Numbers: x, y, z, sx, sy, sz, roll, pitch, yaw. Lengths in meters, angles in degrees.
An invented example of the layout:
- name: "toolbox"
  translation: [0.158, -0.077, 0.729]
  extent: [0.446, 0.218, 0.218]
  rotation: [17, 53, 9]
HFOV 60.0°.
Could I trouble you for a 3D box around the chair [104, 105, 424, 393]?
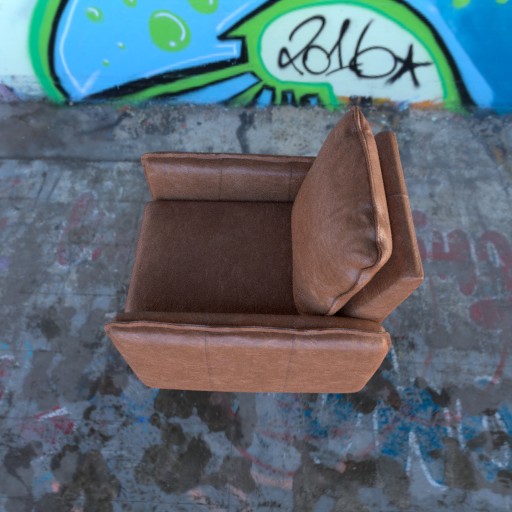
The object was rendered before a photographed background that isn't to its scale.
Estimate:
- name: "chair"
  translation: [0.000, 0.000, 1.634]
  extent: [0.922, 0.922, 0.830]
  rotation: [1, 58, 1]
